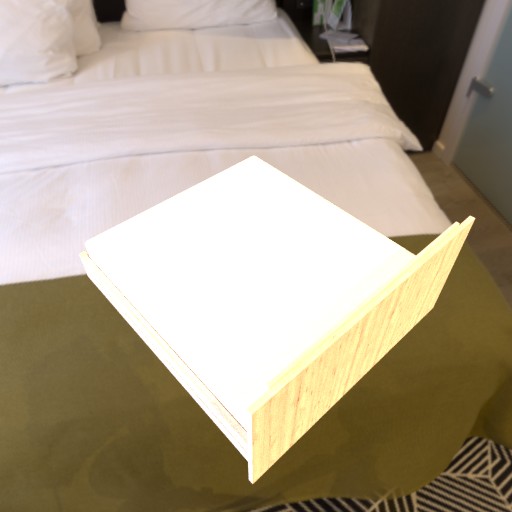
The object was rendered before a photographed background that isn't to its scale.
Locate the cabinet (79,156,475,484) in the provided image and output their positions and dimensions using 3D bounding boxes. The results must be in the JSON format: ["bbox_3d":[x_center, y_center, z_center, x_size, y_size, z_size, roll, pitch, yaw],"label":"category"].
[{"bbox_3d":[0.000,0.000,3.288,1.950,0.970,2.080,-33,55,-28],"label":"cabinet"}]
